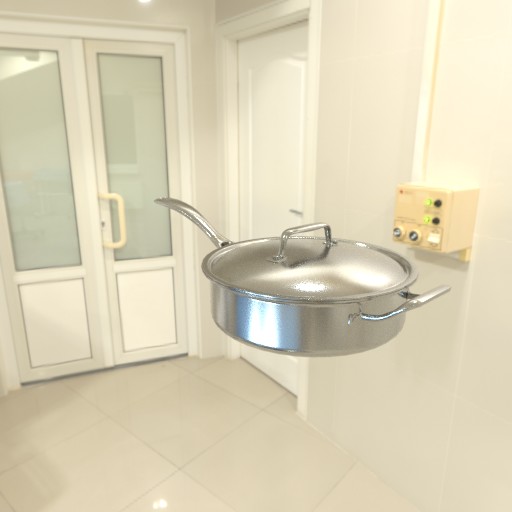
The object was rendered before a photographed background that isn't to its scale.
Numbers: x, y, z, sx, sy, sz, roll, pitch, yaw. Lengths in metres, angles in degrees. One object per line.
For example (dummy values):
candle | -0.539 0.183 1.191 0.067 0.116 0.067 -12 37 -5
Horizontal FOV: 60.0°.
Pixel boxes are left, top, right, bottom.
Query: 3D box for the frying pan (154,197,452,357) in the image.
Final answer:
frying pan | 0.000 0.000 0.583 0.245 0.111 0.492 -14 21 -40
